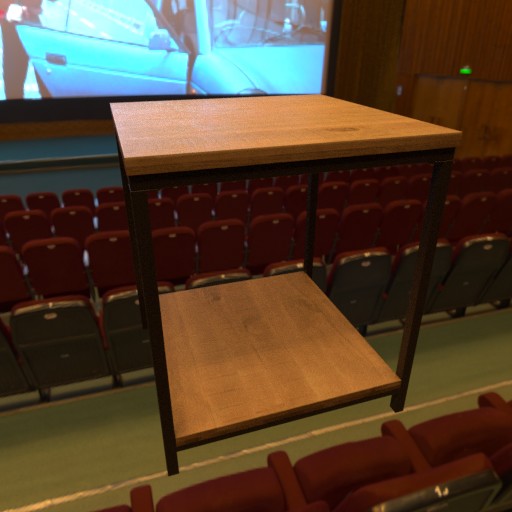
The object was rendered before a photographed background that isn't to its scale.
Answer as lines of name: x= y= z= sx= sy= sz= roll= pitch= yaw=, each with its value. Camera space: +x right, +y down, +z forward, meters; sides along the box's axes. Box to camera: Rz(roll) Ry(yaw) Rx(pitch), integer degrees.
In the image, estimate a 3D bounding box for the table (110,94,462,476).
table: x=0.000 y=0.000 z=0.960 sx=0.507 sy=0.589 sz=0.503 roll=-8 pitch=28 yaw=-16
